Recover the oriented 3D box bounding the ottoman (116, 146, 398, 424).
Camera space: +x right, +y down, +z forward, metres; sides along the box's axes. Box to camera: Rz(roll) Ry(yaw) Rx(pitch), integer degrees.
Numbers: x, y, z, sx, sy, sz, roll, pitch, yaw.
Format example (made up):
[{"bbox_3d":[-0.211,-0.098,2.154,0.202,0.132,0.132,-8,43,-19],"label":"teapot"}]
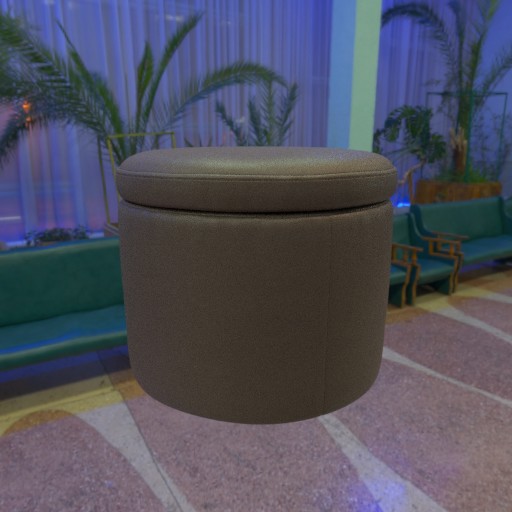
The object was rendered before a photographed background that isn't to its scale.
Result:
[{"bbox_3d":[0.000,0.000,0.856,0.500,0.409,0.500,0,14,0],"label":"ottoman"}]
